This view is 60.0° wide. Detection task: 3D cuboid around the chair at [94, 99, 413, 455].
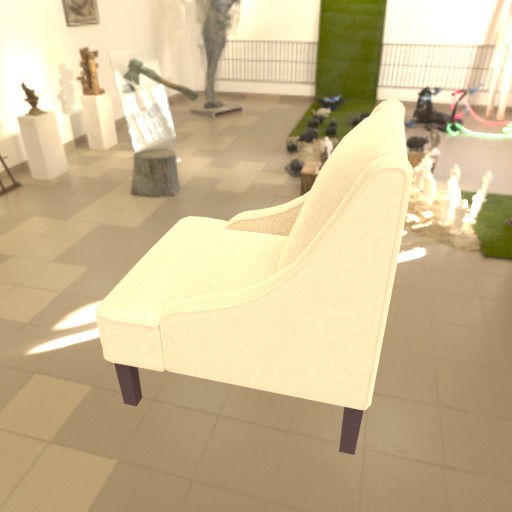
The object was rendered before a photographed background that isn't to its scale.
[{"bbox_3d":[0.000,0.000,1.429,0.806,0.886,0.689,8,31,13],"label":"chair"}]
